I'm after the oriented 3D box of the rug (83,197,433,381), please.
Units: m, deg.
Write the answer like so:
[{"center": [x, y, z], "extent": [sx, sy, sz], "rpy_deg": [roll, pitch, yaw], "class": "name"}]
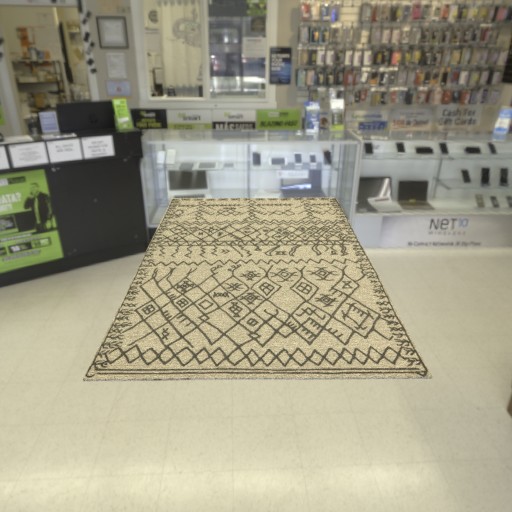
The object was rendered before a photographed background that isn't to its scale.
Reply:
[{"center": [0.000, 0.000, 3.027], "extent": [1.530, 0.012, 2.444], "rpy_deg": [0, 26, -1], "class": "rug"}]
